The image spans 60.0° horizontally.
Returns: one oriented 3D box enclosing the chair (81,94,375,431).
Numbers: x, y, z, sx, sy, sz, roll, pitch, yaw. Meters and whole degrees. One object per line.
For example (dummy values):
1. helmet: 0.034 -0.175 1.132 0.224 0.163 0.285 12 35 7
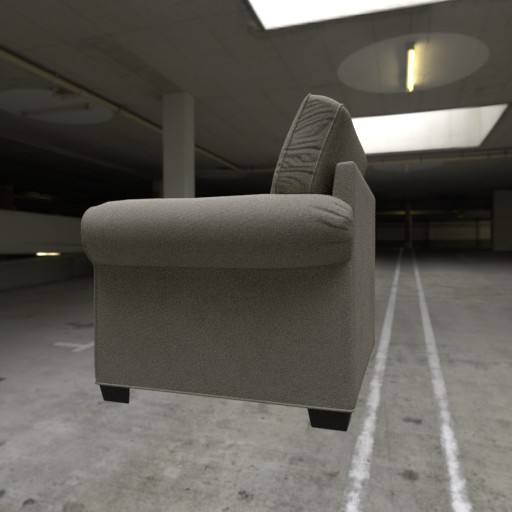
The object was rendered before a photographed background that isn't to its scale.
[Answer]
1. chair: 0.000 0.000 1.906 0.939 1.044 1.147 0 1 19
